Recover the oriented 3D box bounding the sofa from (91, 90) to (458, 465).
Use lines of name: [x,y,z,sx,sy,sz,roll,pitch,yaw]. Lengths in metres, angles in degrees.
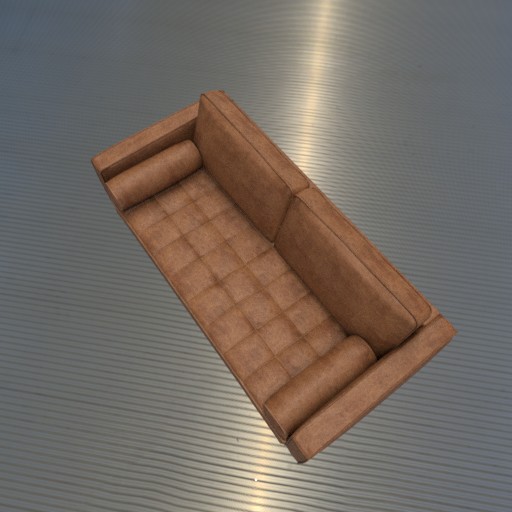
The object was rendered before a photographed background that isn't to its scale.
sofa: [0.000,0.000,2.405,0.924,0.825,1.920,-33,68,-16]
